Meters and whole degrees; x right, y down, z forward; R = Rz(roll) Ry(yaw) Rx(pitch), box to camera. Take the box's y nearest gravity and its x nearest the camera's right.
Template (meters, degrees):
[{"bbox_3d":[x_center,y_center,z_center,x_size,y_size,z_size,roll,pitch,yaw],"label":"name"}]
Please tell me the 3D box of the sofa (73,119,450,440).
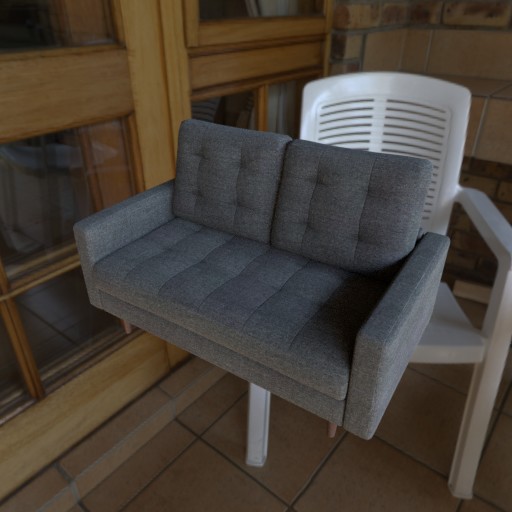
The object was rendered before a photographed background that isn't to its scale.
[{"bbox_3d":[0.000,0.000,1.920,1.407,0.907,0.842,18,35,28],"label":"sofa"}]
